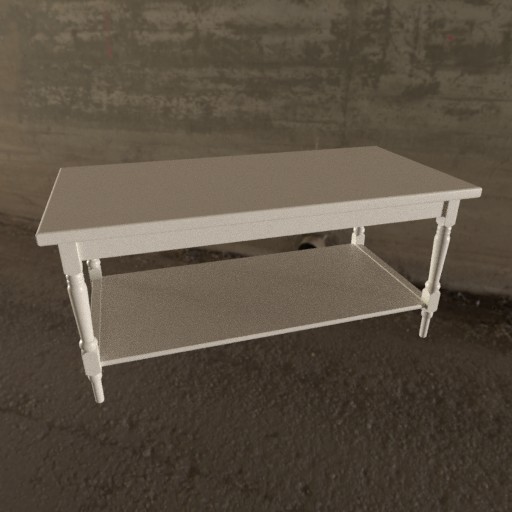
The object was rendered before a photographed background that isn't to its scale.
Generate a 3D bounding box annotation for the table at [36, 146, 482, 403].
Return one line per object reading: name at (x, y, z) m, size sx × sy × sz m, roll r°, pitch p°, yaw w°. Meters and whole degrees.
table at (0.000, 0.000, 1.395) m, size 1.107 × 0.510 × 0.550 m, roll -8°, pitch 27°, yaw -15°
